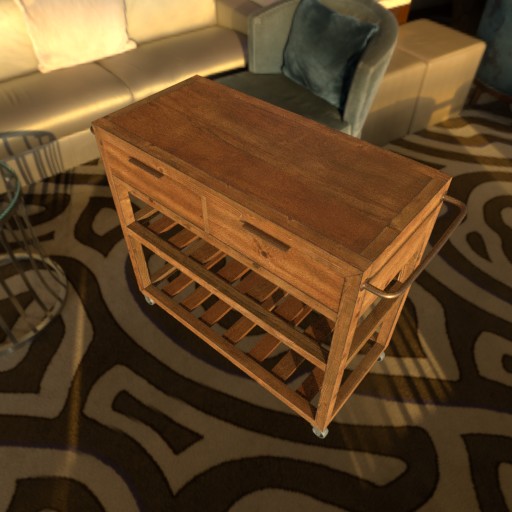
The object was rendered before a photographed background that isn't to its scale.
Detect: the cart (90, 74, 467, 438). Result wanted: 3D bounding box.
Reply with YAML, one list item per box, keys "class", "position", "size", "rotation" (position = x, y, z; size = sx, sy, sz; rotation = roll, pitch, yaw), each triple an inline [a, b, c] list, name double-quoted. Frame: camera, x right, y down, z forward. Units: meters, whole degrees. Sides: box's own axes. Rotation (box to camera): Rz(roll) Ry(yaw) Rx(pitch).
- class: "cart"
  position: [0.000, 0.000, 1.491]
  size: [1.065, 0.830, 0.445]
  rotation: [31, 53, 27]
